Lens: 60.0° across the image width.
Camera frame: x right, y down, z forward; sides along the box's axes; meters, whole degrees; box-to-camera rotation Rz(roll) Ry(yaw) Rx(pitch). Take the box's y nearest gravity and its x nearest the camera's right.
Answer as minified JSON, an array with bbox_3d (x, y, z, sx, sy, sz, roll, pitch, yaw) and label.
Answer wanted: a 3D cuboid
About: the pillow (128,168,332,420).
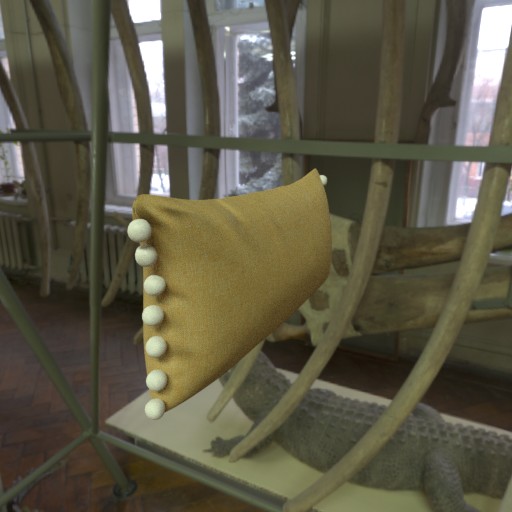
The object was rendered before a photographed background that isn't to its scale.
[{"bbox_3d":[0.000,0.000,0.873,0.201,0.322,0.709,8,18,26],"label":"pillow"}]
